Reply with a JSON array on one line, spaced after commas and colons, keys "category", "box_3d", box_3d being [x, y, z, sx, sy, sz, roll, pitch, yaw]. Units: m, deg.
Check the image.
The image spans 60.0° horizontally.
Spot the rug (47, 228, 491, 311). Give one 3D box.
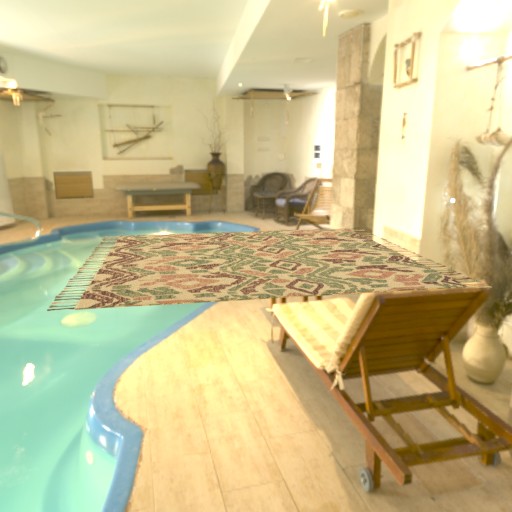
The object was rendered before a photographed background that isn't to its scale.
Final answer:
[{"category": "rug", "box_3d": [0.000, 0.000, 4.092, 3.048, 0.010, 2.438, -2, 14, -10]}]
